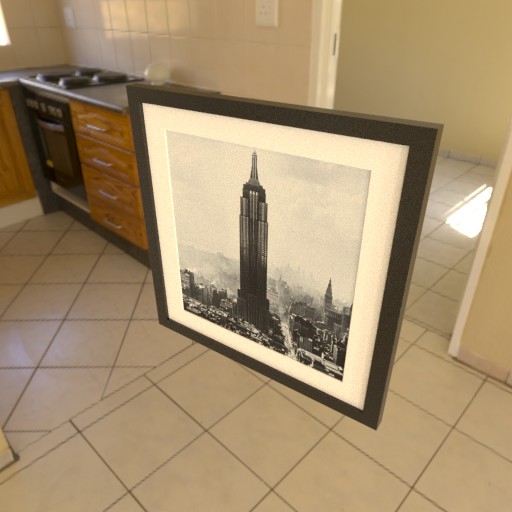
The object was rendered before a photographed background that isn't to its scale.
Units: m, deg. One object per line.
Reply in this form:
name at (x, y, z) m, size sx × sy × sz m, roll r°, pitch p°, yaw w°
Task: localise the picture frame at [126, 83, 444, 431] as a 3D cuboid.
picture frame at (0.000, 0.000, 0.829) m, size 0.559 × 0.557 × 0.029 m, roll 19°, pitch 35°, yaw 29°
